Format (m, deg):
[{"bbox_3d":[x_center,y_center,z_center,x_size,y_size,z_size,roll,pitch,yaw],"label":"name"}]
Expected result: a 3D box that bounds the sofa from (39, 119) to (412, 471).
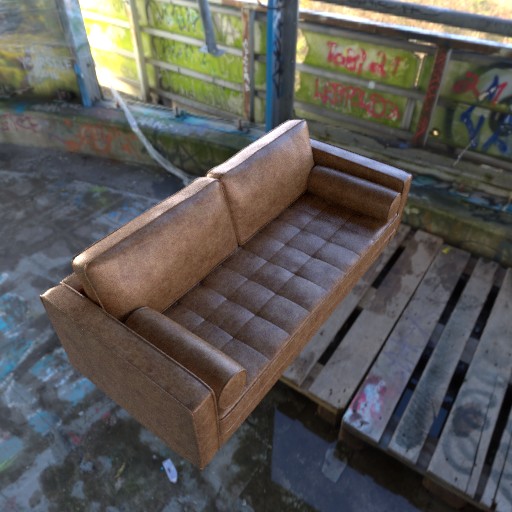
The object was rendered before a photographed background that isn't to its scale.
[{"bbox_3d":[0.000,0.000,2.373,0.924,0.825,1.920,27,49,26],"label":"sofa"}]
